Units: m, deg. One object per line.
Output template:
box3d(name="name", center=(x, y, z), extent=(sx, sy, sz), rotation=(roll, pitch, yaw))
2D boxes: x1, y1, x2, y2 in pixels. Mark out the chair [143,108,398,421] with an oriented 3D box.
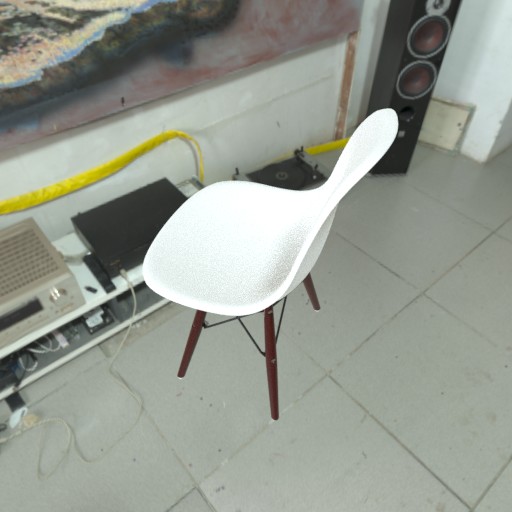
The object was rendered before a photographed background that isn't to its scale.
box3d(name="chair", center=(0.000, 0.000, 1.147), extent=(0.533, 0.826, 0.470), rotation=(15, 48, 14))
